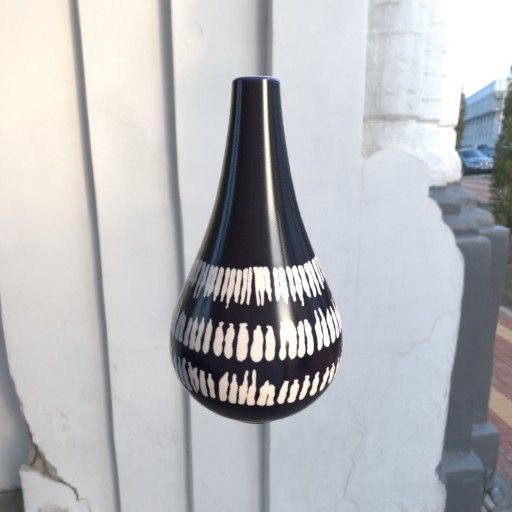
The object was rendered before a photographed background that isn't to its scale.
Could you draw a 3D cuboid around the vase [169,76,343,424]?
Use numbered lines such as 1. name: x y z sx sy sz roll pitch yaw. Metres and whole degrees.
1. vase: 0.000 0.000 0.394 0.159 0.295 0.159 0 14 0
